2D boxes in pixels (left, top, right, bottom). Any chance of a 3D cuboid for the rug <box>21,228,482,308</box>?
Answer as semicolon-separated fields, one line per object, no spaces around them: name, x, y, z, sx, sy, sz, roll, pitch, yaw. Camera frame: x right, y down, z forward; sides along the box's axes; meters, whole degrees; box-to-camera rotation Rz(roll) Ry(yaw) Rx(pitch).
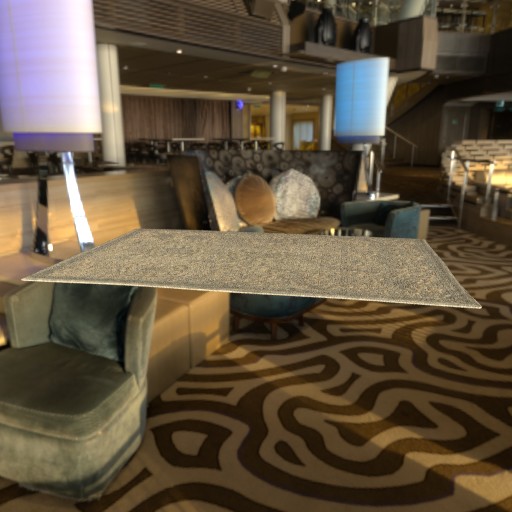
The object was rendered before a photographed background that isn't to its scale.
rug;0.000;0.000;3.076;2.498;0.022;1.535;3;15;10
